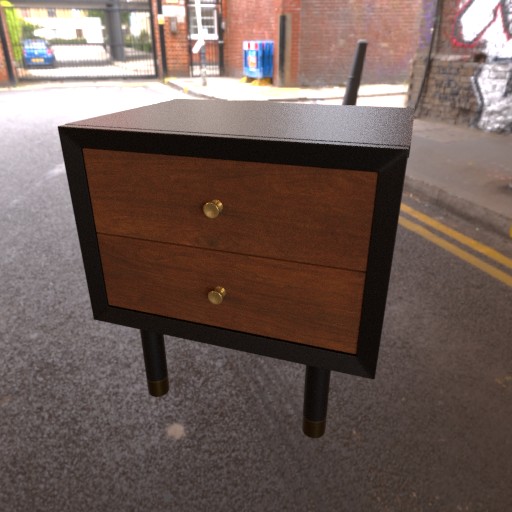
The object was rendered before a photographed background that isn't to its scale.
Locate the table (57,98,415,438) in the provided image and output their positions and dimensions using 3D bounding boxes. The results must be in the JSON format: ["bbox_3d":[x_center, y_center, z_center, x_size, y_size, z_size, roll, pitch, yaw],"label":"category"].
[{"bbox_3d":[0.000,0.000,0.962,0.564,0.584,0.441,8,27,17],"label":"table"}]
